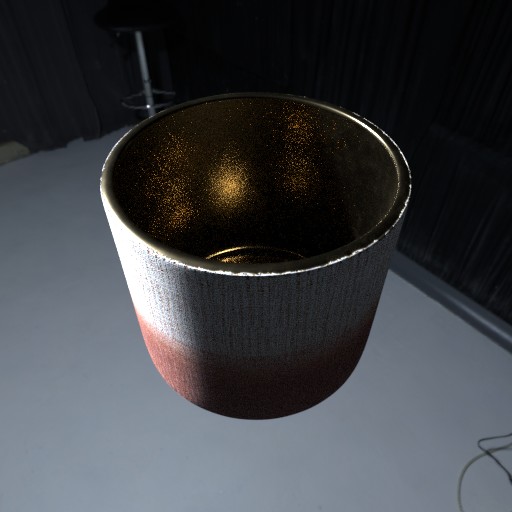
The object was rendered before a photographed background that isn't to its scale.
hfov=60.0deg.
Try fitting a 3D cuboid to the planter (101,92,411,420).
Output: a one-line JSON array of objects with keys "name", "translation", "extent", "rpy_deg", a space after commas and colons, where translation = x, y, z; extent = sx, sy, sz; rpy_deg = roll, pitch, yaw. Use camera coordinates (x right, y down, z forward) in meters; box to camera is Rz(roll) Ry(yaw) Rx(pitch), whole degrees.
[{"name": "planter", "translation": [0.000, 0.000, 0.311], "extent": [0.178, 0.157, 0.178], "rpy_deg": [0, 46, 0]}]
